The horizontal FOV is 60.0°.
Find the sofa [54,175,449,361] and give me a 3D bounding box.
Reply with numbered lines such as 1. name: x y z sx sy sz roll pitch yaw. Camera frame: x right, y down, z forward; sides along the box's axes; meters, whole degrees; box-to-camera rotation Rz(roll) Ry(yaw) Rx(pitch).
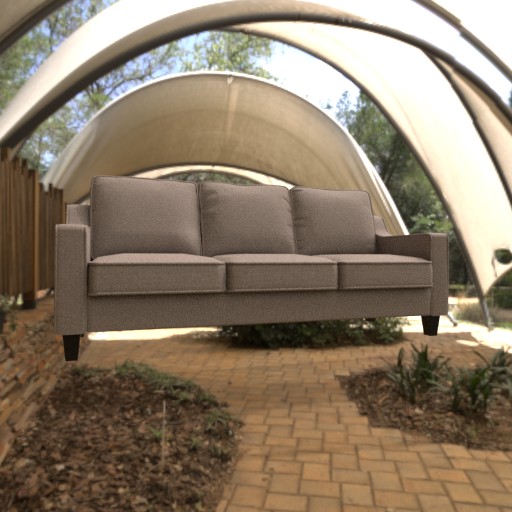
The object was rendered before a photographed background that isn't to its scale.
1. sofa: 0.000 0.000 2.646 2.129 0.950 0.899 0 0 -19
